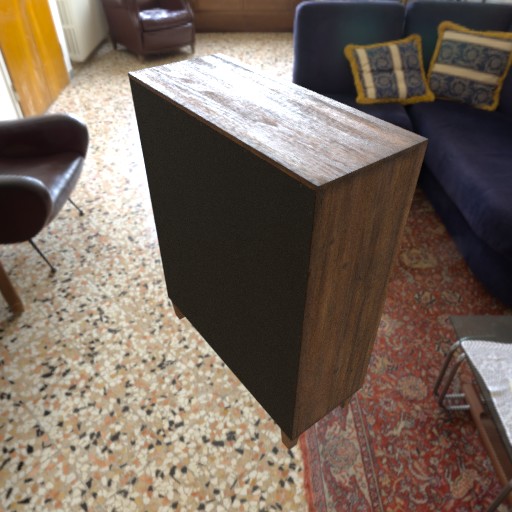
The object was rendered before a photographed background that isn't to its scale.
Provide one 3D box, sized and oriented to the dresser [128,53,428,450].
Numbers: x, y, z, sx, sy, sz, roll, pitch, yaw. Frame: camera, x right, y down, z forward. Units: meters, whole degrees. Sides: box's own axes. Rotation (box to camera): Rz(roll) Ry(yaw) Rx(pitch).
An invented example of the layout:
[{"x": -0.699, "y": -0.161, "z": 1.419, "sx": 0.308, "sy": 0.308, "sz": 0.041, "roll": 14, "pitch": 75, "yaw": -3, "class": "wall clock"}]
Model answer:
[{"x": 0.000, "y": 0.000, "z": 1.924, "sx": 0.438, "sy": 1.359, "sz": 1.067, "roll": -26, "pitch": 46, "yaw": -28, "class": "dresser"}]
